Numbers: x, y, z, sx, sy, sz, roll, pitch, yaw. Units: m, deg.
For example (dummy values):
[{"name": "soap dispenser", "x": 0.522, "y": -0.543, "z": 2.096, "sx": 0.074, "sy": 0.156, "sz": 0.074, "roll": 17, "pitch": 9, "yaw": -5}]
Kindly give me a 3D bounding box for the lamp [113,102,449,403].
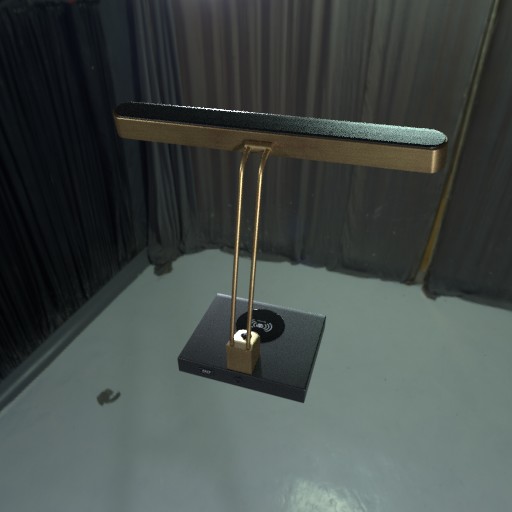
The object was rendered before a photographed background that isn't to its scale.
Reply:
[{"name": "lamp", "x": 0.000, "y": 0.000, "z": 0.584, "sx": 0.412, "sy": 0.345, "sz": 0.156, "roll": 10, "pitch": 35, "yaw": 15}]
